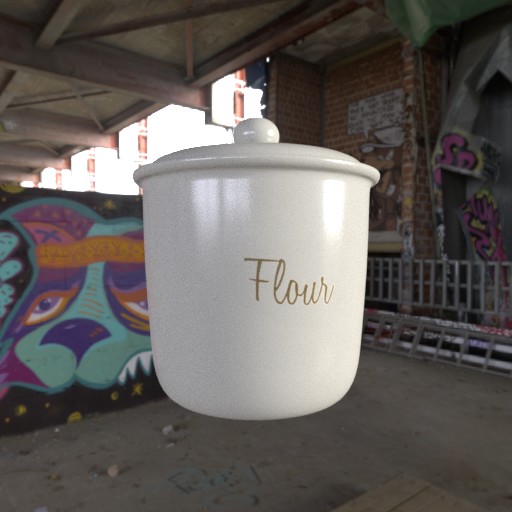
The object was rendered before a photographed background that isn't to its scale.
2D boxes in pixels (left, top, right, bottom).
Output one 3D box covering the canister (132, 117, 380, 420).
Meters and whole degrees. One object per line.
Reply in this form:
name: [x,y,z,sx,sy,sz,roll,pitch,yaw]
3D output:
canister: [0.000,0.000,0.338,0.182,0.208,0.182,0,1,0]
